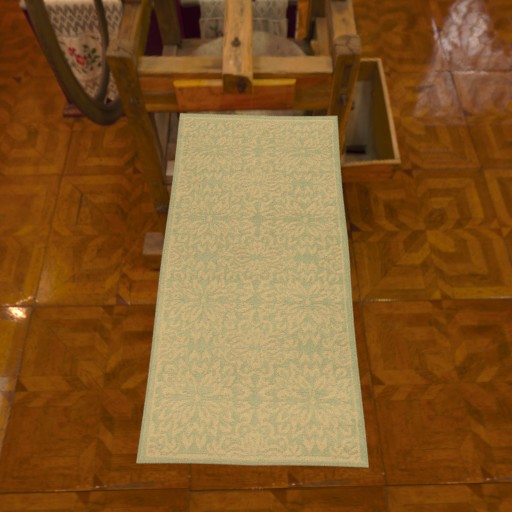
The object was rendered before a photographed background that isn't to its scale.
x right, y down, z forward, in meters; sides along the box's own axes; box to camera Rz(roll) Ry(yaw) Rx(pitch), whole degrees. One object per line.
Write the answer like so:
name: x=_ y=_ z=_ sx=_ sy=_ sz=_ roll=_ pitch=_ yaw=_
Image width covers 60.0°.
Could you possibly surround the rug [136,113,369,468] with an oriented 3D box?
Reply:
rug: x=0.000 y=0.000 z=1.425 sx=0.604 sy=0.007 sz=1.219 roll=1 pitch=63 yaw=0
